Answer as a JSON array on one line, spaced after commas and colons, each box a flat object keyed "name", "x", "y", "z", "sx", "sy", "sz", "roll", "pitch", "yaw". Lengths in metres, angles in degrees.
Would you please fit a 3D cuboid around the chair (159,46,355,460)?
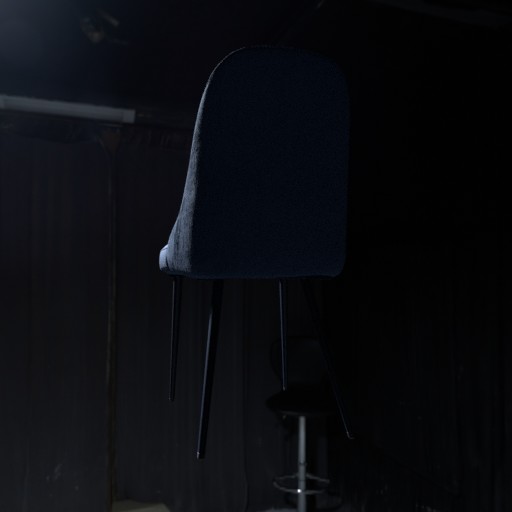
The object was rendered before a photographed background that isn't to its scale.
[{"name": "chair", "x": 0.000, "y": 0.000, "z": 1.223, "sx": 0.478, "sy": 0.896, "sz": 0.559, "roll": 0, "pitch": -1, "yaw": -18}]
